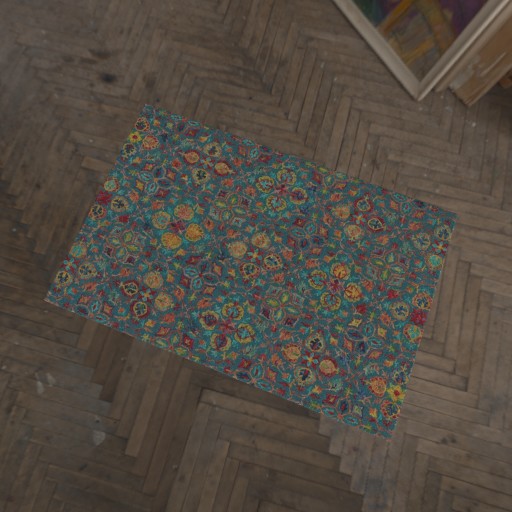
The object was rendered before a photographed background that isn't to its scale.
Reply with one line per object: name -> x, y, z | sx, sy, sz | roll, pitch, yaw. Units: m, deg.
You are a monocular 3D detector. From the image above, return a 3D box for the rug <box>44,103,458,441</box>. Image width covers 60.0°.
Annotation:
rug -> 0.000, 0.000, 2.303 | 1.836, 0.014, 1.216 | 21, 76, 5
